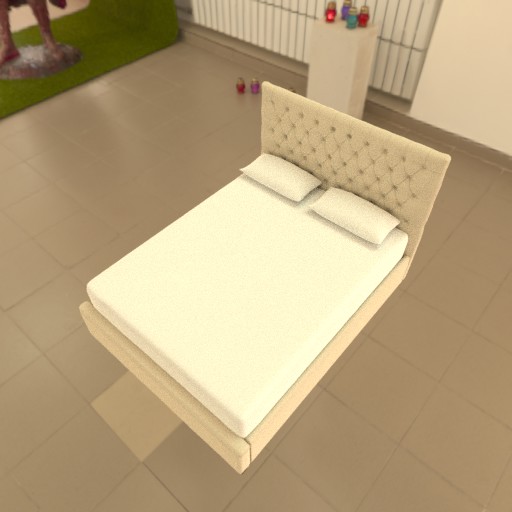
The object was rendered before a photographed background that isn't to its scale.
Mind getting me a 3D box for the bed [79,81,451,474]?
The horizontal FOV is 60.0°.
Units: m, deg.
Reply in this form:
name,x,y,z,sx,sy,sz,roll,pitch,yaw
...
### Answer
name,x,y,z,sx,sy,sz,roll,pitch,yaw
bed,0.000,0.000,3.376,1.696,1.426,2.233,33,55,26
